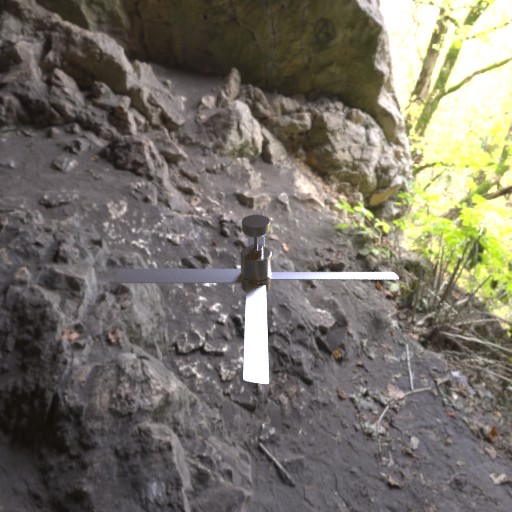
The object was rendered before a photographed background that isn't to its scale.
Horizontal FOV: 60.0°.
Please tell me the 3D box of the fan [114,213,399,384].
[{"bbox_3d":[0.000,0.000,2.022,1.322,0.355,1.322,0,31,0],"label":"fan"}]
